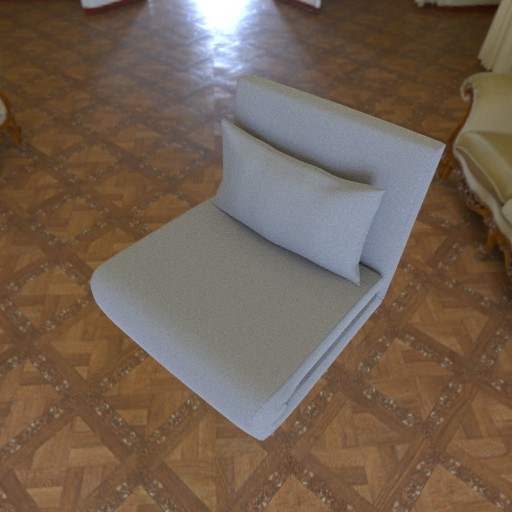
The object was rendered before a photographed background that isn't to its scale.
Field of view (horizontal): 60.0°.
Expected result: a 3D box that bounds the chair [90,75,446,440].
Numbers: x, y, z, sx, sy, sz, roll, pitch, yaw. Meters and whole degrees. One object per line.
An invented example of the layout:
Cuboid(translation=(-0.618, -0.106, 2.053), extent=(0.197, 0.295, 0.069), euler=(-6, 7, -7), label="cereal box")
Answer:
Cuboid(translation=(0.000, 0.000, 1.525), extent=(0.770, 0.808, 0.902), euler=(31, 53, 27), label="chair")
